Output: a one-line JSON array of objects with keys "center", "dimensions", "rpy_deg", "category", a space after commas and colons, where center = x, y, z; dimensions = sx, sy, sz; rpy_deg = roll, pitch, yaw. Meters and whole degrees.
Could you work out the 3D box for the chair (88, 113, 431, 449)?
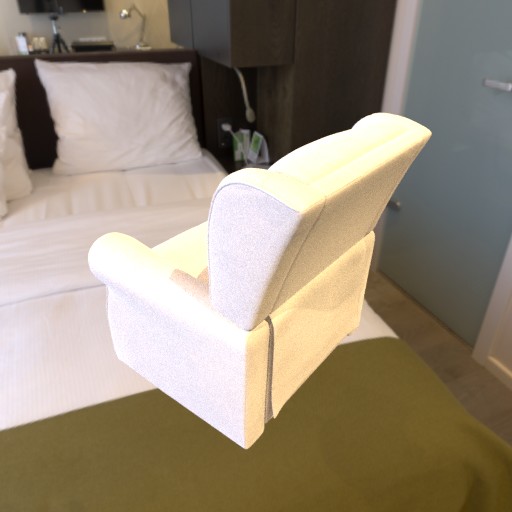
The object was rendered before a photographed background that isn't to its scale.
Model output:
[{"center": [0.000, 0.000, 1.618], "dimensions": [0.854, 0.967, 0.906], "rpy_deg": [22, 37, 32], "category": "chair"}]
